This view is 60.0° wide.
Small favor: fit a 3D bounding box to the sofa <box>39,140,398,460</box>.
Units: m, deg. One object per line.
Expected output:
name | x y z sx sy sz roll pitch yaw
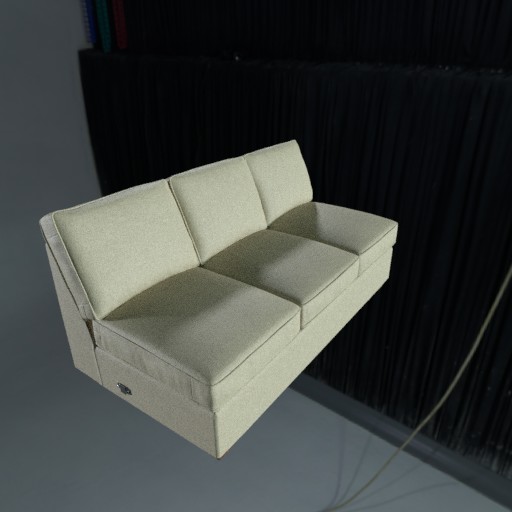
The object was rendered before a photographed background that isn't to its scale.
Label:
sofa | 0.000 0.000 2.560 1.027 0.973 1.962 18 32 32
